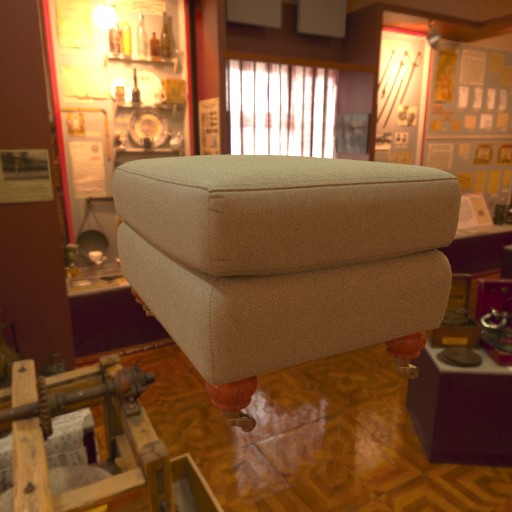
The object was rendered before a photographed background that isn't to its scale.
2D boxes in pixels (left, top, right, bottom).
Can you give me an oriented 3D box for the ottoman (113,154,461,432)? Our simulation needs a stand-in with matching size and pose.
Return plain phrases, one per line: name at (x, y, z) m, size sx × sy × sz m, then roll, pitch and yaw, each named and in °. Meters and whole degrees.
ottoman at (0.000, 0.000, 1.122) m, size 0.569 × 0.499 × 0.773 m, roll -7°, pitch 16°, yaw -26°
